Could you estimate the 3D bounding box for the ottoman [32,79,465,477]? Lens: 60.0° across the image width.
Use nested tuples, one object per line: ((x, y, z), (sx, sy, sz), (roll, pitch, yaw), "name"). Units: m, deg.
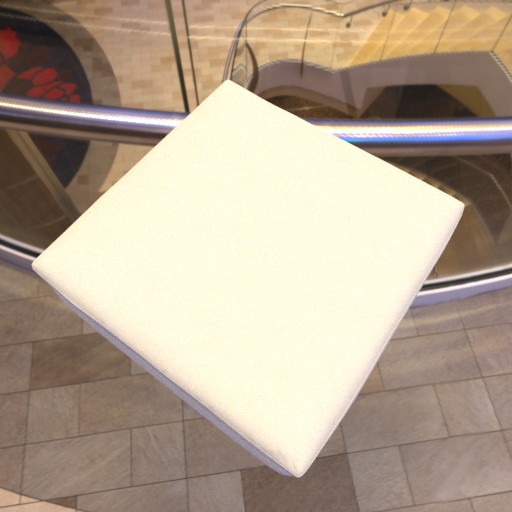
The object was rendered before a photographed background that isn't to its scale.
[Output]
((0.000, 0.000, 1.744), (1.163, 0.482, 1.167), (33, 68, 15), "ottoman")
